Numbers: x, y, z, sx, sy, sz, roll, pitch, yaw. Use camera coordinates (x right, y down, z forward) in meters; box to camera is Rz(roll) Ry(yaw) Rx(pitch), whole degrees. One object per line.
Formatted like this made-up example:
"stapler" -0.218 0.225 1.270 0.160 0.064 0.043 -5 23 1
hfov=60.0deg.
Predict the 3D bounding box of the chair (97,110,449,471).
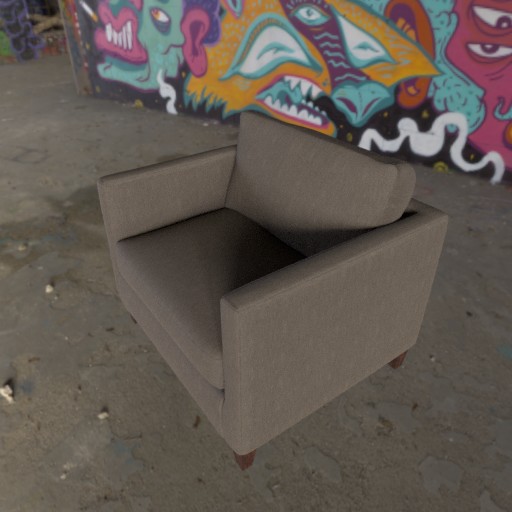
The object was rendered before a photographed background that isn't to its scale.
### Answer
"chair" 0.000 0.000 1.853 0.959 0.963 1.107 -21 39 -29
